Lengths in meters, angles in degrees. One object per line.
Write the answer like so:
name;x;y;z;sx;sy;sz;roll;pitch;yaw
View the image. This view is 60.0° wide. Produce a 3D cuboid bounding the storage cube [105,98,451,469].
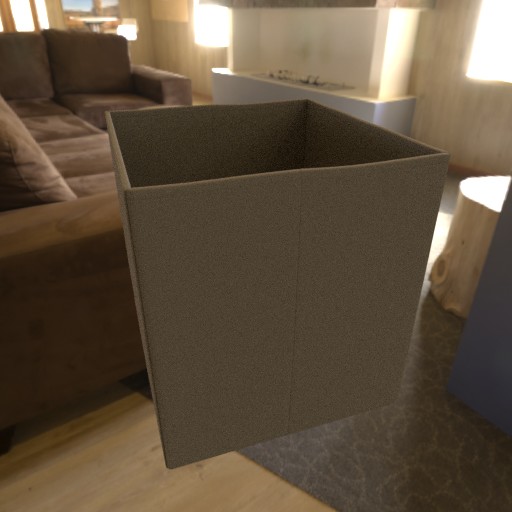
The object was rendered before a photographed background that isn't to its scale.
storage cube;0.000;0.000;0.491;0.270;0.280;0.270;-10;30;-17
